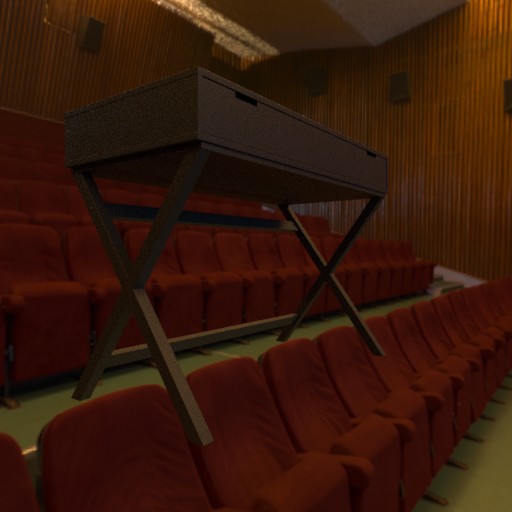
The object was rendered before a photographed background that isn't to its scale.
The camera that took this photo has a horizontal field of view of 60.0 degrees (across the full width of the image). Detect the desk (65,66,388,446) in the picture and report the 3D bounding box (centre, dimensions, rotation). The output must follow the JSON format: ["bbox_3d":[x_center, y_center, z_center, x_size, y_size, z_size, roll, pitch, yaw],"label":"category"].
[{"bbox_3d":[0.000,0.000,1.475,0.504,0.780,1.057,0,1,37],"label":"desk"}]
